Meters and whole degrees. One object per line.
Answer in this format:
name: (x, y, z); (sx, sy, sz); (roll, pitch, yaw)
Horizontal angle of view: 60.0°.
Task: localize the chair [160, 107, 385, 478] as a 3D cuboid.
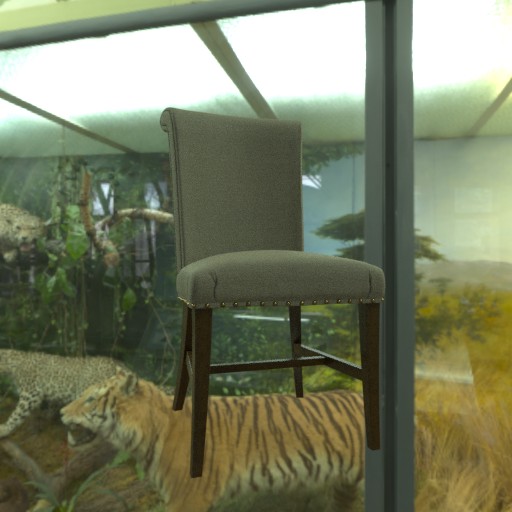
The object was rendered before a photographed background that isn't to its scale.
chair: (0.000, 0.000, 1.324); (0.513, 0.988, 0.608); (0, 0, -18)
